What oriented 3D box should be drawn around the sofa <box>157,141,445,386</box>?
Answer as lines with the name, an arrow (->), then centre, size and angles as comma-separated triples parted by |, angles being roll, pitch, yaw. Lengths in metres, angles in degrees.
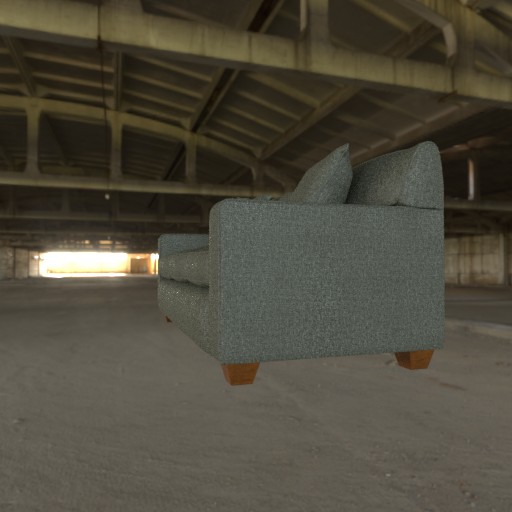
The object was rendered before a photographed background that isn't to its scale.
sofa -> 0.000, 0.000, 2.600 | 0.997, 0.958, 2.024 | 0, -1, -18
